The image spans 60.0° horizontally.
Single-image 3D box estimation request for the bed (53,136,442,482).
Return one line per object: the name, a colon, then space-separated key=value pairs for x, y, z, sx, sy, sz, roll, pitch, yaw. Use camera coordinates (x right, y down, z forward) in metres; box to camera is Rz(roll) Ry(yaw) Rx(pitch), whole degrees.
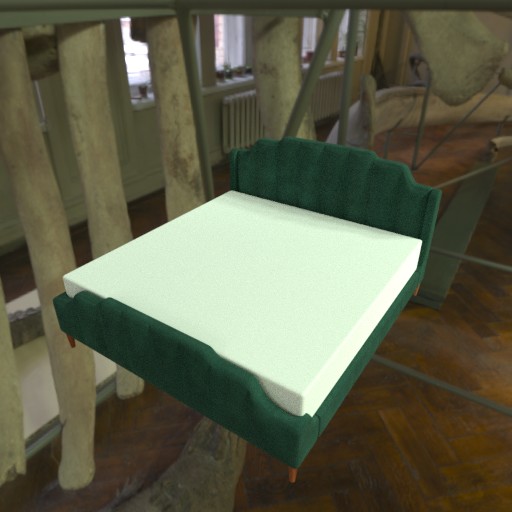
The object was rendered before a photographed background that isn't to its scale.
bed: x=0.000 y=0.000 z=3.455 sx=2.074 sy=1.245 sz=2.340 roll=19 pitch=35 yaw=29
